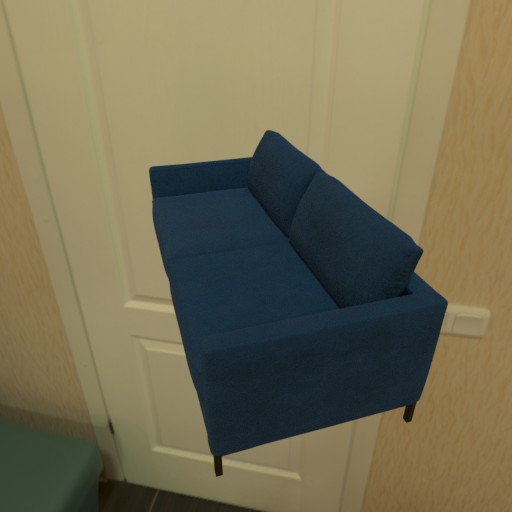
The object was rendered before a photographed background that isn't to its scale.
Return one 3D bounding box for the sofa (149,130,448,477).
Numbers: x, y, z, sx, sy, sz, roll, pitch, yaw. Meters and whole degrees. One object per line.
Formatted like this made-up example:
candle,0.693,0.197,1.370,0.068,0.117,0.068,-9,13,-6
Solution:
sofa,0.000,0.000,2.166,0.875,0.817,1.676,-9,32,-15
